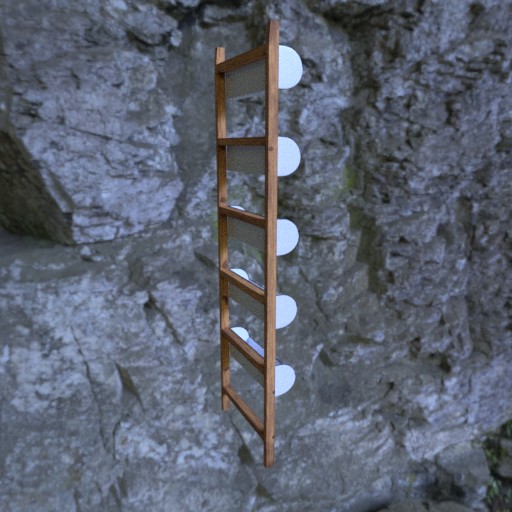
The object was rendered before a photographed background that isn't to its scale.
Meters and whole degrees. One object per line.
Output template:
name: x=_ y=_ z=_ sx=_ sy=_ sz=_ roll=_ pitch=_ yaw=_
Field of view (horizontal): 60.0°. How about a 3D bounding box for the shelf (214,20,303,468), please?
shelf: x=0.000 y=0.000 z=1.771 sx=0.141 sy=1.600 sz=0.454 roll=-7 pitch=16 yaw=-26
